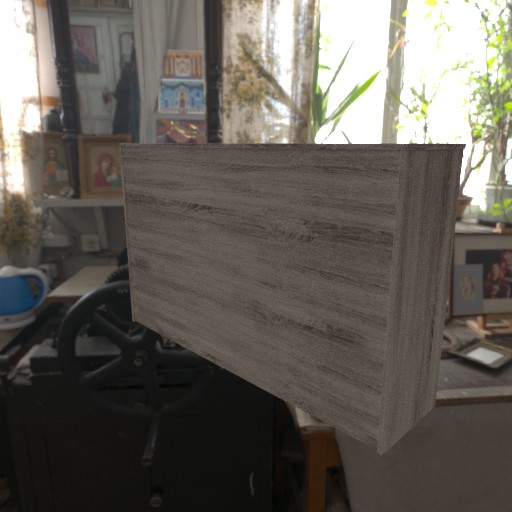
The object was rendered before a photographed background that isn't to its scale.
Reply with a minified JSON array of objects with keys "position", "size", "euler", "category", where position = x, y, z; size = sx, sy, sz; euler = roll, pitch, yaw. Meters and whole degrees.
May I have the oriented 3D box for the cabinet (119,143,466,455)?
[{"position":[0.000,0.000,1.828],"size":[0.380,0.900,1.450],"euler":[-14,20,-43],"category":"cabinet"}]
